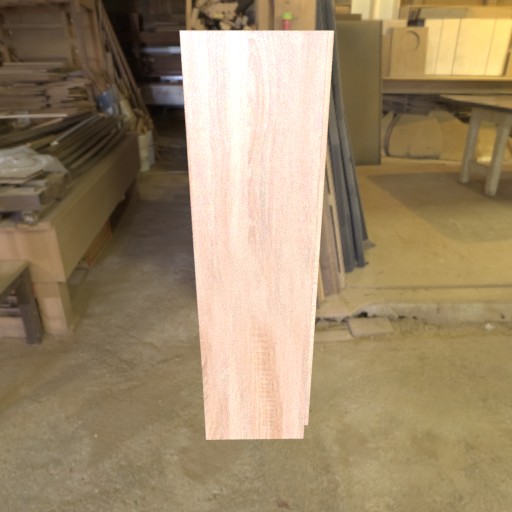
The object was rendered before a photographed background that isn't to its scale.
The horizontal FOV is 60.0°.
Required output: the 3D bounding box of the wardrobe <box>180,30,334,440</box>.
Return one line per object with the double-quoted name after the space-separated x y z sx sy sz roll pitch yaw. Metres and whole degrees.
0.000 0.000 2.354 0.588 2.117 0.496 0 25 -1 "wardrobe"
